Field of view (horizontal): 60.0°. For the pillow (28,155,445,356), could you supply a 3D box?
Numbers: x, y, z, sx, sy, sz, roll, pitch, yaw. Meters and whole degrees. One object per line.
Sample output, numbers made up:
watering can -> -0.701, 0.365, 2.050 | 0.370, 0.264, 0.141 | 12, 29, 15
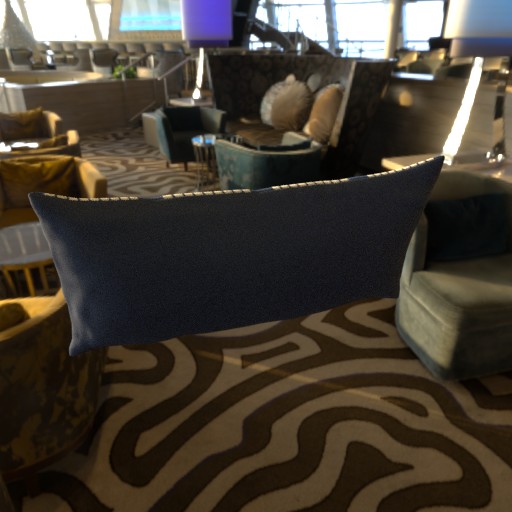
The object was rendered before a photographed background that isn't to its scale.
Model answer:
pillow -> 0.000, 0.000, 0.708 | 0.608, 0.292, 0.156 | -8, 27, -16
